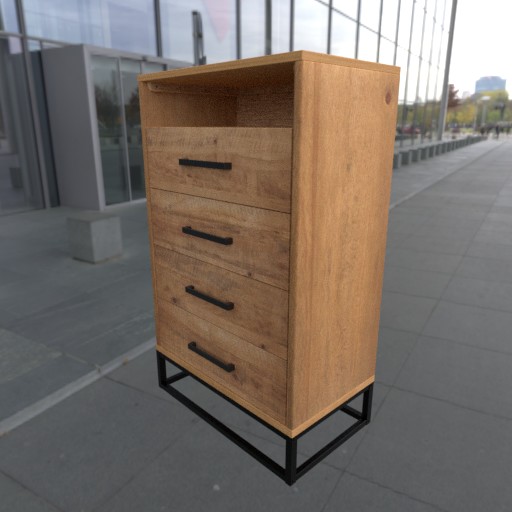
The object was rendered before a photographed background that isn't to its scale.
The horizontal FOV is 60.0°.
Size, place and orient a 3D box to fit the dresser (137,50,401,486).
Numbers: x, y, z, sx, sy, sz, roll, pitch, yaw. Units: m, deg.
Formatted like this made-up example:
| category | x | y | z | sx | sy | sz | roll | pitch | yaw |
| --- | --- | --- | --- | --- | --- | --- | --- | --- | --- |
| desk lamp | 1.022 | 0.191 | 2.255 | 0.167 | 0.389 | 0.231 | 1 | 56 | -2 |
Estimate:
| category | x | y | z | sx | sy | sz | roll | pitch | yaw |
| --- | --- | --- | --- | --- | --- | --- | --- | --- | --- |
| dresser | 0.000 | 0.000 | 1.600 | 0.479 | 1.240 | 0.761 | -15 | 22 | -41 |
